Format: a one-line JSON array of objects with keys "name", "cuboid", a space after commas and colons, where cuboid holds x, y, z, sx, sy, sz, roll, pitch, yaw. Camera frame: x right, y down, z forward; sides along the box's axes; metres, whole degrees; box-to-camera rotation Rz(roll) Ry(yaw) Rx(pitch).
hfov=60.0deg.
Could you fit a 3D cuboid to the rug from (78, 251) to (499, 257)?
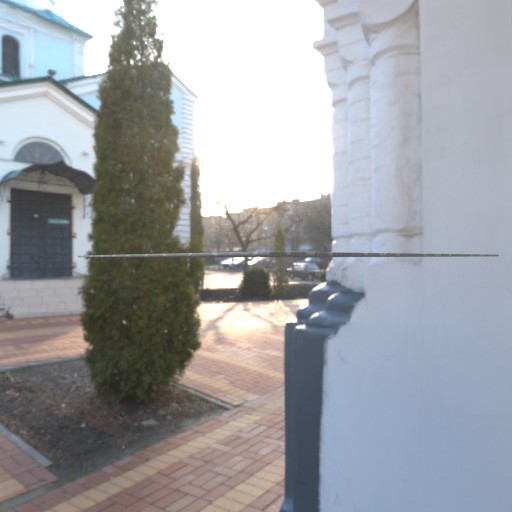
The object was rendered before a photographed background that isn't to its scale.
[{"name": "rug", "cuboid": [0.000, 0.000, 2.586, 1.451, 0.010, 2.080, 0, 0, -37]}]
